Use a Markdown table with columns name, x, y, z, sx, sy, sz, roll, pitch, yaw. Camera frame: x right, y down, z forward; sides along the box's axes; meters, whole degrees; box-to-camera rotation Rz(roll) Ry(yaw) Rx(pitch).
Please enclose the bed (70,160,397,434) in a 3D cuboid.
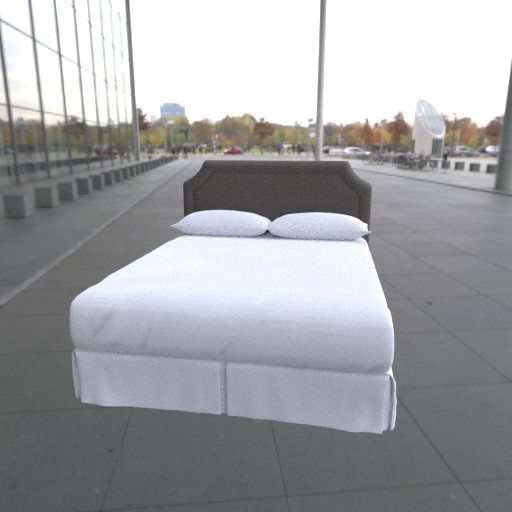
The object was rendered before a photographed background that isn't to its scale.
| name | x | y | z | sx | sy | sz | roll | pitch | yaw |
| --- | --- | --- | --- | --- | --- | --- | --- | --- | --- |
| bed | 0.000 | 0.000 | 3.881 | 2.194 | 1.561 | 2.536 | 2 | 14 | 10 |
